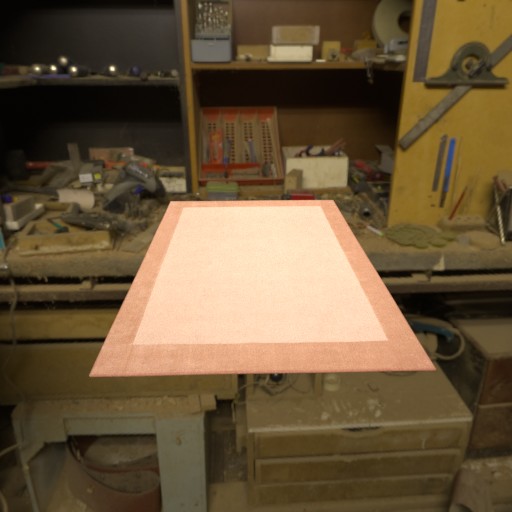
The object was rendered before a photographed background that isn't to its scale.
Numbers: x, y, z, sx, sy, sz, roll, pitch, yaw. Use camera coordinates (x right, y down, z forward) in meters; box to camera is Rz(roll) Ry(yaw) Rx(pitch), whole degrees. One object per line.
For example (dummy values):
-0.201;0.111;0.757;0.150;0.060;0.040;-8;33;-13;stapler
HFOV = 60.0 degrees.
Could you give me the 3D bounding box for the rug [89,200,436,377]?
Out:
0.000;0.000;3.045;1.524;0.014;2.438;-1;25;-2;rug
